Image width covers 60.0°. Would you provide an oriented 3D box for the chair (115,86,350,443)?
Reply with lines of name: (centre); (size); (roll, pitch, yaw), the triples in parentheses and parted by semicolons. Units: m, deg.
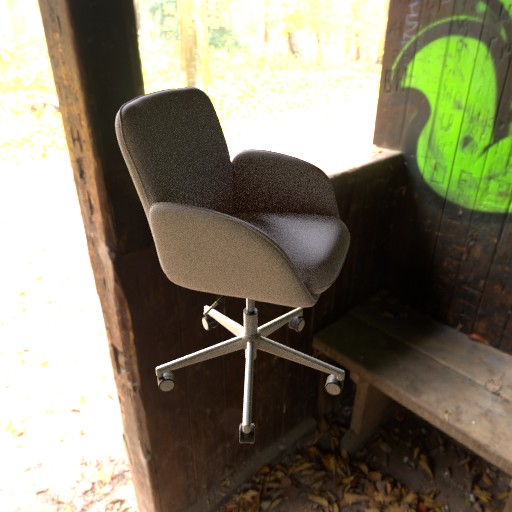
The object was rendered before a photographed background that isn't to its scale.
chair: (0.000, 0.000, 1.399); (0.633, 0.959, 0.648); (10, 30, 17)
